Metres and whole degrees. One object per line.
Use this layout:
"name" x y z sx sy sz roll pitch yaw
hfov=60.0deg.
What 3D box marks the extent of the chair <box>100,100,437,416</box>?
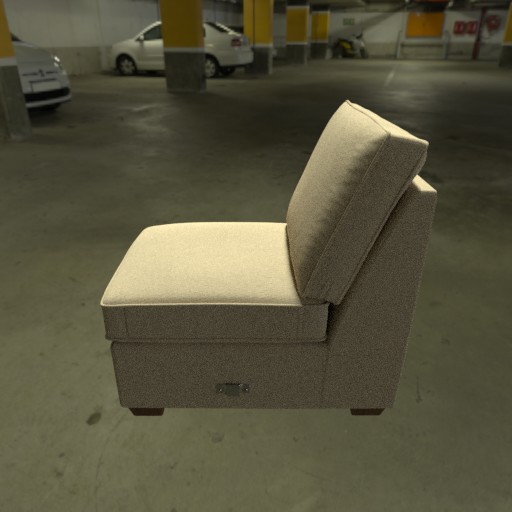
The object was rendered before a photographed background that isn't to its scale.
"chair" 0.000 0.000 1.543 0.938 0.970 0.621 0 26 0
